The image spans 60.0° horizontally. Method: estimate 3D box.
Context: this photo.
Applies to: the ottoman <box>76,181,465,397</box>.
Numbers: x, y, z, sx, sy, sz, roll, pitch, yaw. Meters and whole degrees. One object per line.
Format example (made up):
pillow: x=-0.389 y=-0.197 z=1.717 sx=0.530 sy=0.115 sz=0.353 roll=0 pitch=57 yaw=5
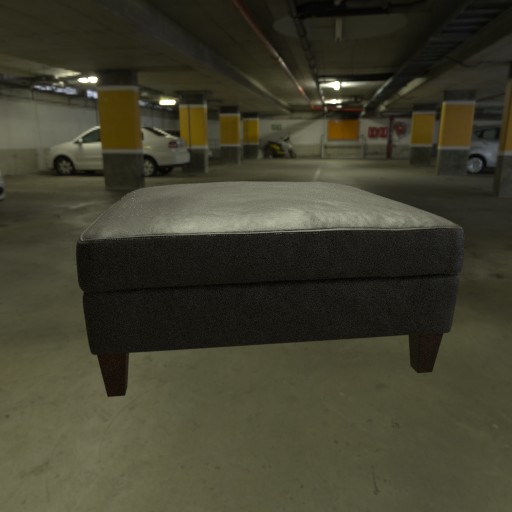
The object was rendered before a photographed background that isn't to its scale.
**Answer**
ottoman: x=0.000 y=0.000 z=1.325 sx=0.844 sy=0.415 sz=0.836 roll=-2 pitch=15 yaw=-8
